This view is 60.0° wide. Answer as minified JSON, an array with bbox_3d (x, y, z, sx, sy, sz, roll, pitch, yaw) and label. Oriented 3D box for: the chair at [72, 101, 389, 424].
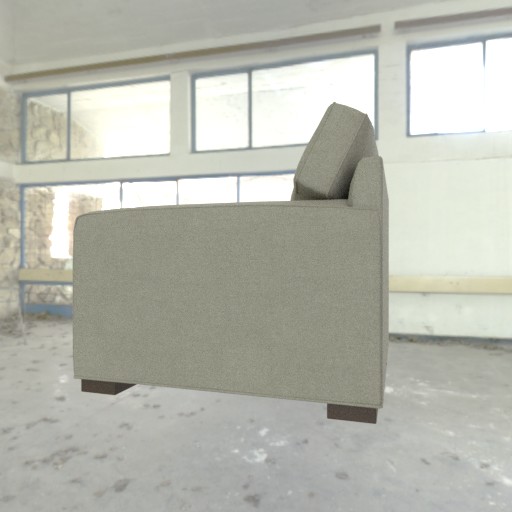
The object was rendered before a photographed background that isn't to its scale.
[{"bbox_3d":[0.000,0.000,1.840,1.044,0.934,0.999,0,0,18],"label":"chair"}]
